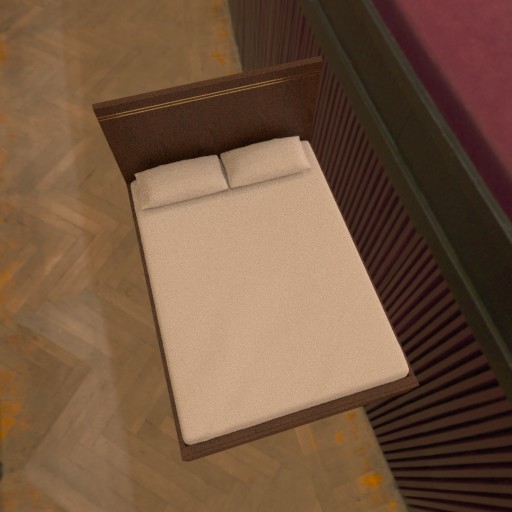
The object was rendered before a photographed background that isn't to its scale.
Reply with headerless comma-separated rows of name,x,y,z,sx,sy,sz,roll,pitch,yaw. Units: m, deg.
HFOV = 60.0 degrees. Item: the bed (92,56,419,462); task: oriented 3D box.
bed,0.000,0.000,3.097,1.613,1.169,2.221,-15,65,-7
